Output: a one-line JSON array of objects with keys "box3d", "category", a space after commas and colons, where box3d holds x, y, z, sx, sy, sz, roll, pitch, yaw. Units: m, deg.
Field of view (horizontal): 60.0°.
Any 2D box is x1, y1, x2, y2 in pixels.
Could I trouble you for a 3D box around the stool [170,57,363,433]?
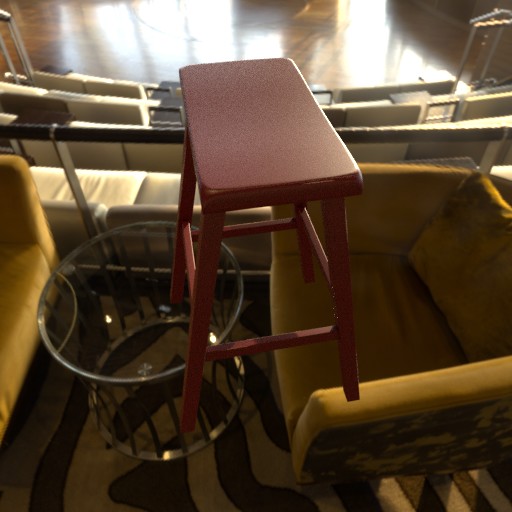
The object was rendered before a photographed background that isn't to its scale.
[{"box3d": [0.000, 0.000, 1.046, 0.476, 0.737, 0.457, -8, 46, -8], "category": "stool"}]
